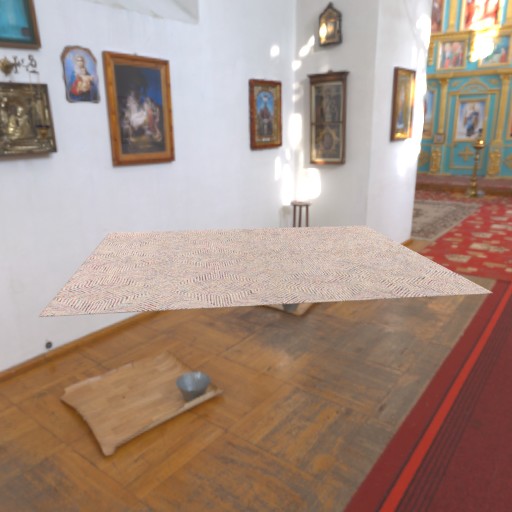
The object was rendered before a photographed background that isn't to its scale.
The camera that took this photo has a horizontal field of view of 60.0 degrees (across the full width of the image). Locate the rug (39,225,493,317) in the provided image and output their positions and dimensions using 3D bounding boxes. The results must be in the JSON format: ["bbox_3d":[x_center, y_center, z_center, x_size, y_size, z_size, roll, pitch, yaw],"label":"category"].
[{"bbox_3d":[0.000,0.000,4.098,3.046,0.008,2.442,-2,15,-8],"label":"rug"}]
